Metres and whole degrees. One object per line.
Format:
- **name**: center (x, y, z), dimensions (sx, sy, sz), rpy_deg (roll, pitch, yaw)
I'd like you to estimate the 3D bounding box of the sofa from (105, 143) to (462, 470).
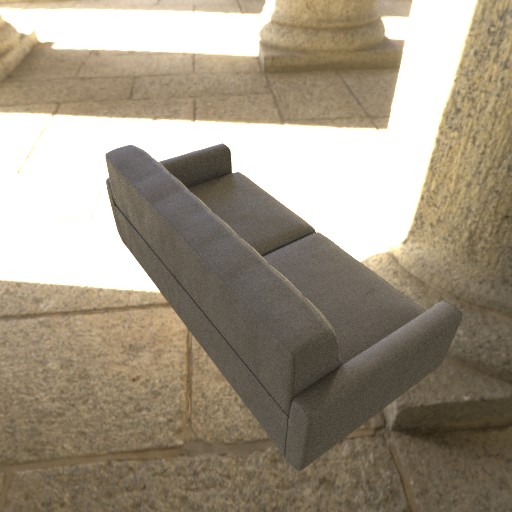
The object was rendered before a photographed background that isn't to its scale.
- **sofa**: center (0.000, 0.000, 2.543), dimensions (0.968, 0.873, 2.055), rpy_deg (-25, 46, -26)
